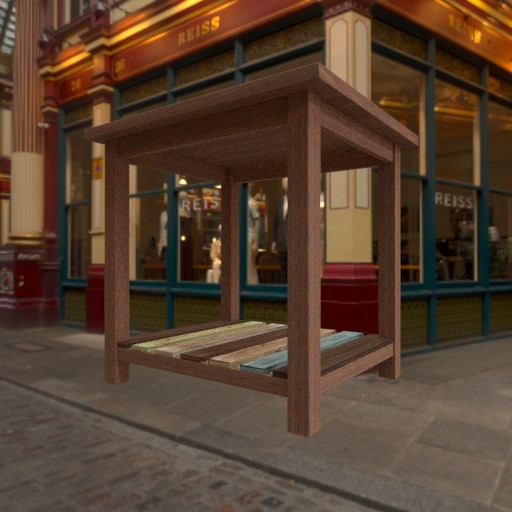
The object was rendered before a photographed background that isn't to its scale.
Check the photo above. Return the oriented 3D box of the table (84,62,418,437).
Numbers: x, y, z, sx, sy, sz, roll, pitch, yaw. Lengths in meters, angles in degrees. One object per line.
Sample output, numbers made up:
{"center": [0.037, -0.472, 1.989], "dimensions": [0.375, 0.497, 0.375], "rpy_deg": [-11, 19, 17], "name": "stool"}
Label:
{"center": [0.000, 0.000, 1.146], "dimensions": [0.660, 0.635, 0.559], "rpy_deg": [0, 0, 36], "name": "table"}
